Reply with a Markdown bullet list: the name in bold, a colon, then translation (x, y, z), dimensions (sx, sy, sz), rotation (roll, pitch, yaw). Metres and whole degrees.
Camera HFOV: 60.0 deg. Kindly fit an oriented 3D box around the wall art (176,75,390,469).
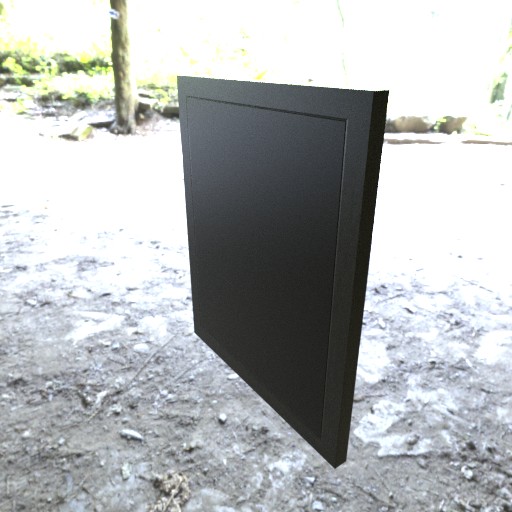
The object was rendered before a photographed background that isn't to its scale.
- **wall art**: translation (0.000, 0.000, 0.787), dimensions (0.027, 0.580, 0.479), rotation (-17, 29, -32)
